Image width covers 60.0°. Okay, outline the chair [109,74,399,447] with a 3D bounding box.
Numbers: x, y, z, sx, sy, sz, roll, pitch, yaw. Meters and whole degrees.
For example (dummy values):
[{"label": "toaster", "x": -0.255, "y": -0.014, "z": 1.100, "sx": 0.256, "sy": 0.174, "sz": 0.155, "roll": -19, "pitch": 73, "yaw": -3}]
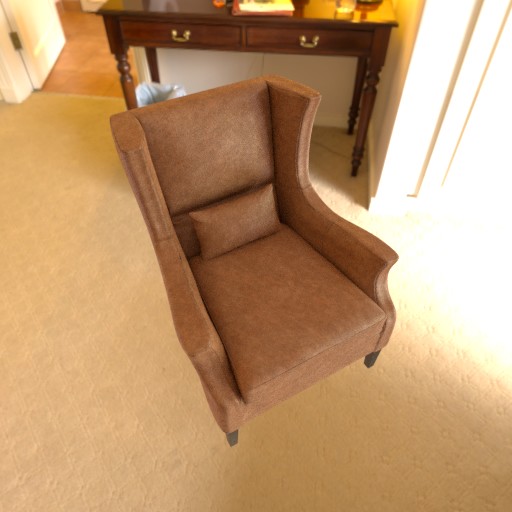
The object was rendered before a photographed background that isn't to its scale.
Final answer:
[{"label": "chair", "x": 0.000, "y": 0.000, "z": 1.746, "sx": 0.853, "sy": 1.016, "sz": 0.926, "roll": -23, "pitch": 51, "yaw": -20}]
